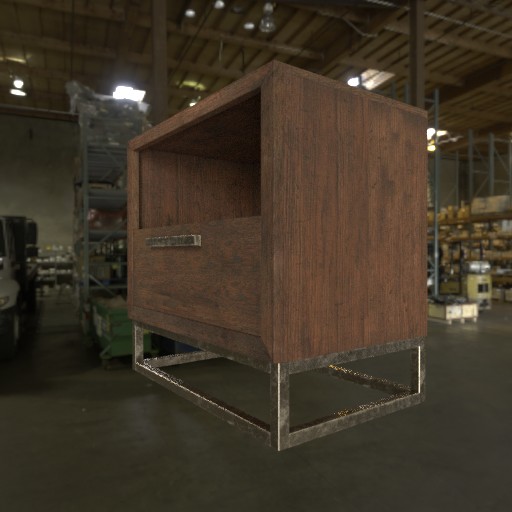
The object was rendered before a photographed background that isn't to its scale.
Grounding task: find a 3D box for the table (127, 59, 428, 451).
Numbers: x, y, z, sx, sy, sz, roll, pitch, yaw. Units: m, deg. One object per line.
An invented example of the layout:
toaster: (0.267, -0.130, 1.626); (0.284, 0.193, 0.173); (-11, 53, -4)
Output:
table: (0.000, 0.000, 1.288); (0.542, 0.746, 0.767); (0, 0, -37)
